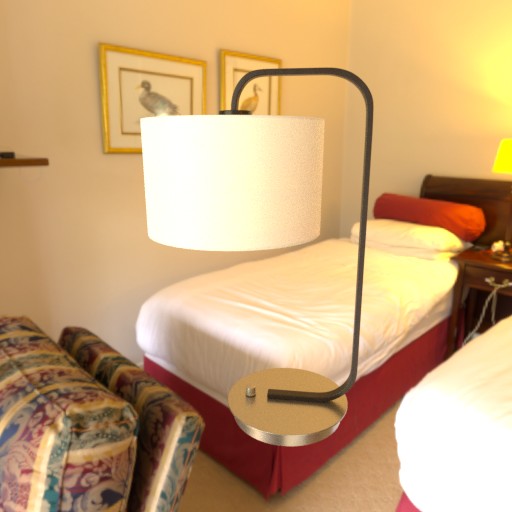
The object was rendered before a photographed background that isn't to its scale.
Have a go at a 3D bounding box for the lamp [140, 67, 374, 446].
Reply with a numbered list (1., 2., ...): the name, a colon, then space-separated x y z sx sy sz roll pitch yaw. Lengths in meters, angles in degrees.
1. lamp: 0.000 0.000 0.605 0.288 0.473 0.230 2 15 8
